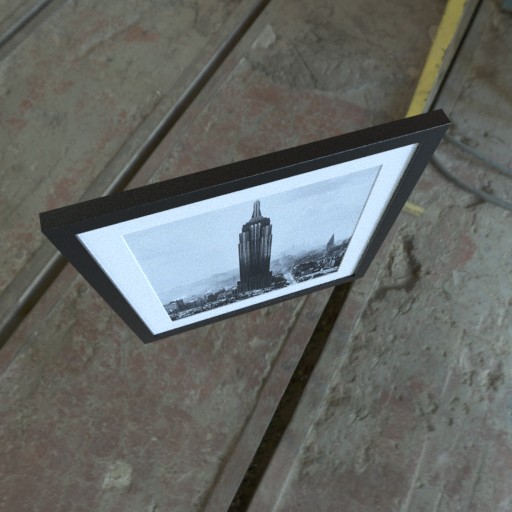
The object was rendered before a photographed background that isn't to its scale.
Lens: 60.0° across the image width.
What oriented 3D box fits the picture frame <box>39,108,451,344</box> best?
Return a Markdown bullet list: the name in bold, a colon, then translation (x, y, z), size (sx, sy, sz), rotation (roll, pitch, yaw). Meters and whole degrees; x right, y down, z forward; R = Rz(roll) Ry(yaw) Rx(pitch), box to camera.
- **picture frame**: translation (0.000, 0.000, 0.835), size (0.559, 0.557, 0.029), rotation (-16, 66, -8)
